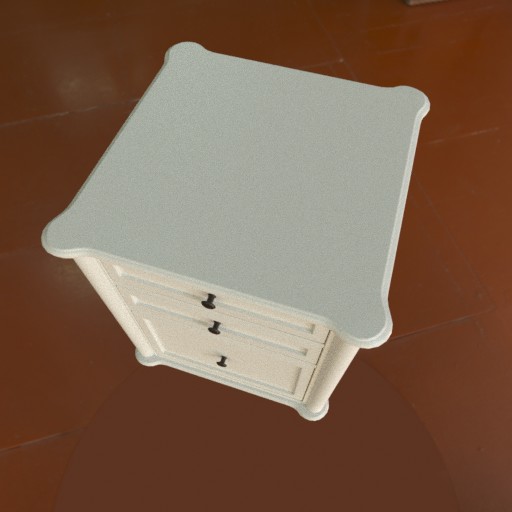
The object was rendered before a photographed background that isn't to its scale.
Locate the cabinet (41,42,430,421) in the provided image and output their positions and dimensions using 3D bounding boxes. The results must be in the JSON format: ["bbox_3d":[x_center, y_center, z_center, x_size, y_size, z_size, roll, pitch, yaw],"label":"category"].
[{"bbox_3d":[0.000,0.000,1.198,0.628,0.761,0.627,16,61,9],"label":"cabinet"}]
